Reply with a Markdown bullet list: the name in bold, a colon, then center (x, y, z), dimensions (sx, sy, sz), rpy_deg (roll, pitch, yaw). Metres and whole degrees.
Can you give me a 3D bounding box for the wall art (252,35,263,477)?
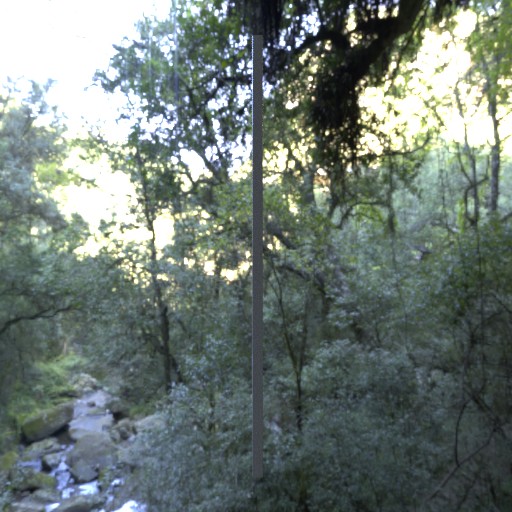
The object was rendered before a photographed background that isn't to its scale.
- **wall art**: center (0.000, 0.000, 0.863), dimensions (0.015, 0.577, 0.572), rpy_deg (0, 0, -1)
